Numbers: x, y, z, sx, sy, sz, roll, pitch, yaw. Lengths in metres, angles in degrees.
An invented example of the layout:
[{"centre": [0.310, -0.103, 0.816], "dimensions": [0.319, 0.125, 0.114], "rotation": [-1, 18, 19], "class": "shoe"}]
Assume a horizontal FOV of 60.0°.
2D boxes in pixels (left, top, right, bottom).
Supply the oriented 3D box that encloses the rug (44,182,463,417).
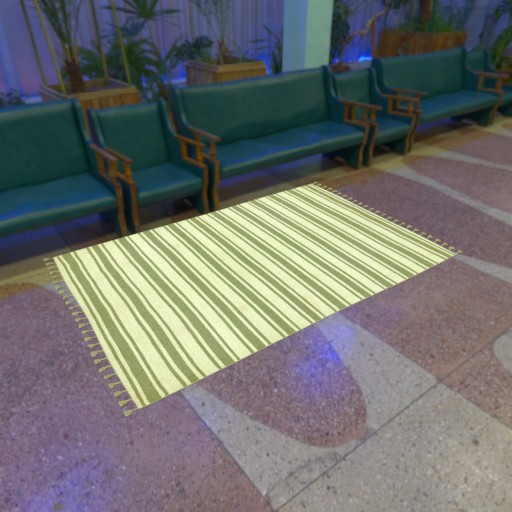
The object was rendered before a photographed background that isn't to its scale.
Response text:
[{"centre": [0.000, 0.000, 3.014], "dimensions": [2.435, 0.018, 1.540], "rotation": [-20, 37, -29], "class": "rug"}]
